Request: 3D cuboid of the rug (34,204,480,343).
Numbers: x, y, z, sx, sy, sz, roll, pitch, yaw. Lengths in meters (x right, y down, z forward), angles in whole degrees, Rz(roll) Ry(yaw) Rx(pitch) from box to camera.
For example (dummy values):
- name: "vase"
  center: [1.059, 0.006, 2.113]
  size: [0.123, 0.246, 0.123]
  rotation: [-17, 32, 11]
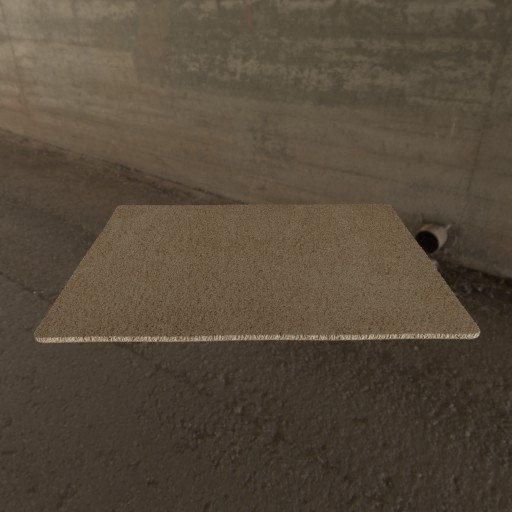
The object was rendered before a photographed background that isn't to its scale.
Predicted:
- name: "rug"
  center: [0.000, 0.000, 2.090]
  size: [1.600, 0.025, 1.199]
  rotation: [0, 29, -1]
